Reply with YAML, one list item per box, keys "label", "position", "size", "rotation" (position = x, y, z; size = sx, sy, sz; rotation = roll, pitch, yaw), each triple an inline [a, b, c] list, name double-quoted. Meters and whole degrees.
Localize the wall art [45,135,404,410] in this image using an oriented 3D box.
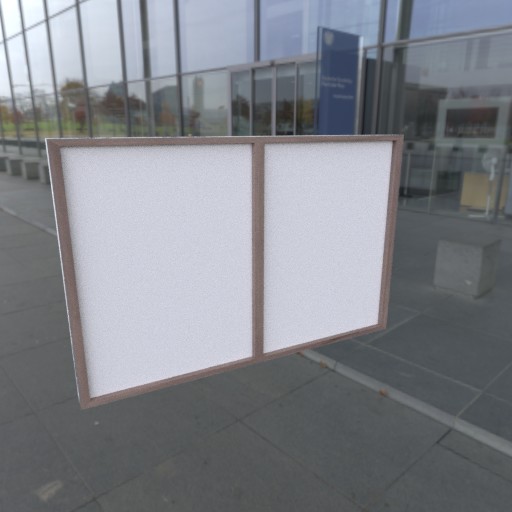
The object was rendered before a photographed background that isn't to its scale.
- label: "wall art"
  position: [0.000, 0.000, 1.146]
  size: [0.919, 0.598, 0.038]
  rotation: [-8, 18, -26]
